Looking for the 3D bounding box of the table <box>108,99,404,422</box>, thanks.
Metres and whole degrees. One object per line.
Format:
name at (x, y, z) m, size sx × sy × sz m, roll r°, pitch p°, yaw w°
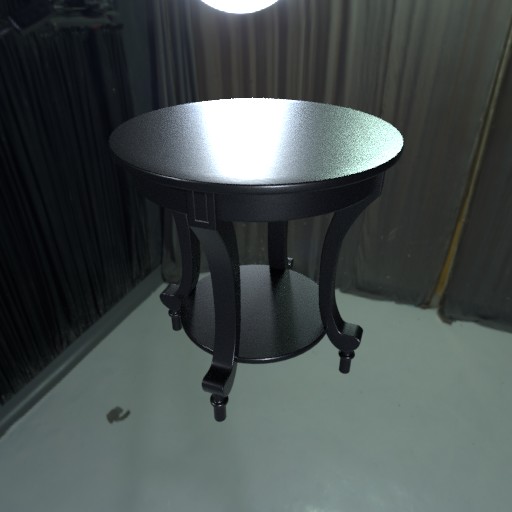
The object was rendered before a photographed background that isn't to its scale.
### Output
table at (0.000, 0.000, 1.088) m, size 0.597 × 0.618 × 0.597 m, roll 0°, pitch 31°, yaw 0°
